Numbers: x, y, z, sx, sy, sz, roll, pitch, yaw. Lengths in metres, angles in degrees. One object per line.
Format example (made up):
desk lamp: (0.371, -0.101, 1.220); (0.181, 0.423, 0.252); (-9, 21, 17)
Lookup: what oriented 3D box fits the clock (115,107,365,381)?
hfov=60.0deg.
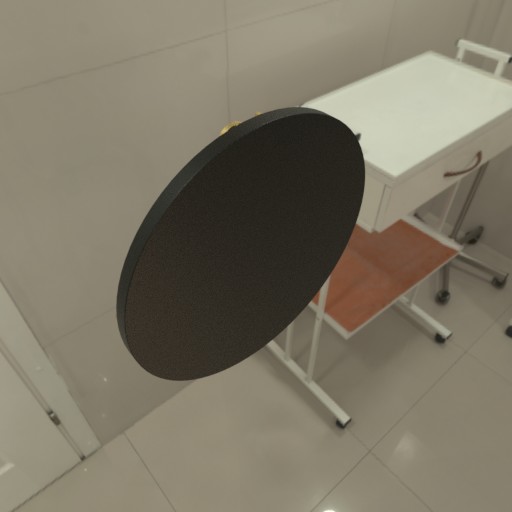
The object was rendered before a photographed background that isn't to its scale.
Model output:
clock: (0.000, 0.000, 0.672); (0.454, 0.454, 0.038); (-31, 53, -27)
